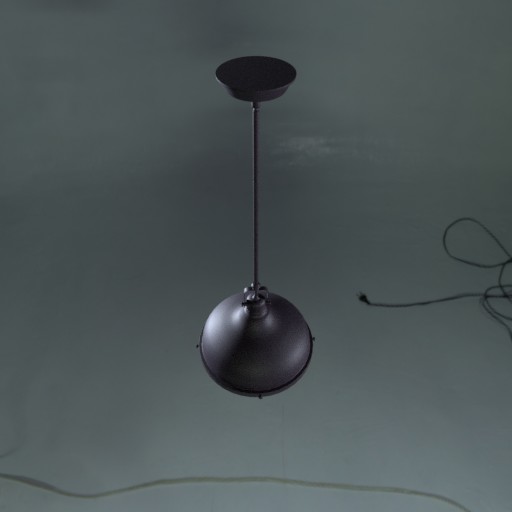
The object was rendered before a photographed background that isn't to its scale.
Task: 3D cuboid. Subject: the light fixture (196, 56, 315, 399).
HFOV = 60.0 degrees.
[{"bbox_3d":[0.000,0.000,1.017,0.341,0.849,0.341,-3,46,-3],"label":"light fixture"}]
